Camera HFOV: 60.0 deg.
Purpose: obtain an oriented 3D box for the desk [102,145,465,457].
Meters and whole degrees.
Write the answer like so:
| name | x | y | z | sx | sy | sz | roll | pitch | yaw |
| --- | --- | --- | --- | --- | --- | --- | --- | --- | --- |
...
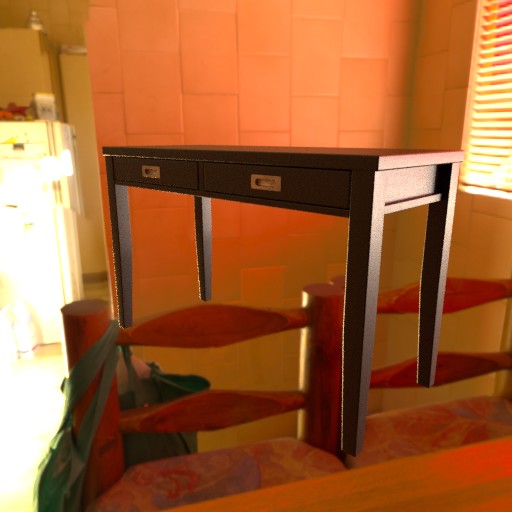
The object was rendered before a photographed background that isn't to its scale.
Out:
| name | x | y | z | sx | sy | sz | roll | pitch | yaw |
| --- | --- | --- | --- | --- | --- | --- | --- | --- | --- |
| desk | 0.000 | 0.000 | 1.635 | 1.220 | 0.775 | 0.508 | 14 | 21 | 42 |
